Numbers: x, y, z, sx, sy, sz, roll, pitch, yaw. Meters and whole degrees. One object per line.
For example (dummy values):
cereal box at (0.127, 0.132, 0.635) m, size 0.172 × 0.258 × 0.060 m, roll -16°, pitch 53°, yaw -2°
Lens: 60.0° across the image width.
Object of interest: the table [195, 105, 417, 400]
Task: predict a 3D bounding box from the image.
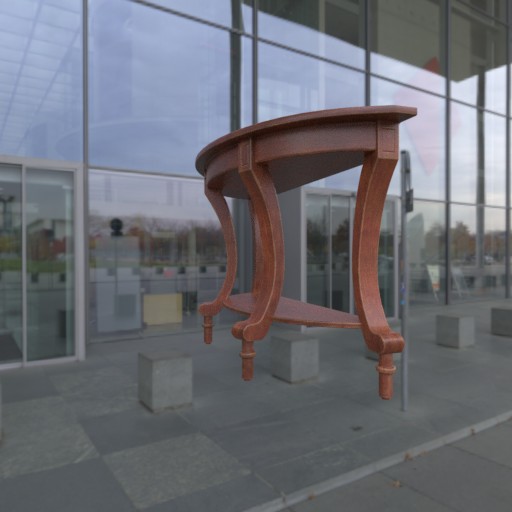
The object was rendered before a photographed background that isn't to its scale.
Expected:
table at (0.000, 0.000, 1.539) m, size 0.394 × 0.699 × 1.198 m, roll 0°, pitch 0°, yaw -18°
